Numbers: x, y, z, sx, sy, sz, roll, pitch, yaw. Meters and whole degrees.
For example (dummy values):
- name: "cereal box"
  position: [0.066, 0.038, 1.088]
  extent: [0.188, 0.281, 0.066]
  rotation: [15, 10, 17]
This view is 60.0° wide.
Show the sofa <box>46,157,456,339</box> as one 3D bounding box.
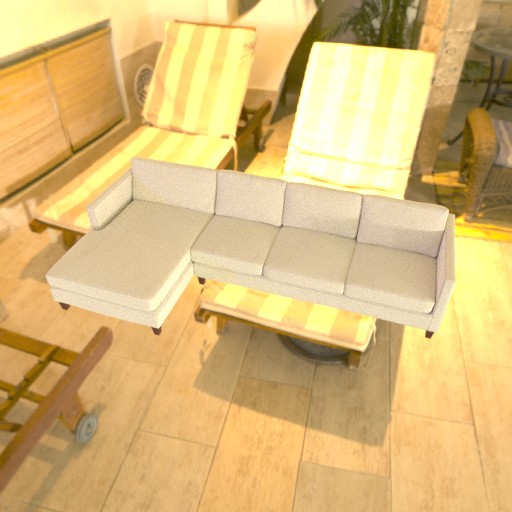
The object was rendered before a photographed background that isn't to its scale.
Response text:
- name: "sofa"
  position: [0.000, 0.000, 3.860]
  extent: [3.186, 0.846, 1.625]
  rotation: [12, 41, 14]
